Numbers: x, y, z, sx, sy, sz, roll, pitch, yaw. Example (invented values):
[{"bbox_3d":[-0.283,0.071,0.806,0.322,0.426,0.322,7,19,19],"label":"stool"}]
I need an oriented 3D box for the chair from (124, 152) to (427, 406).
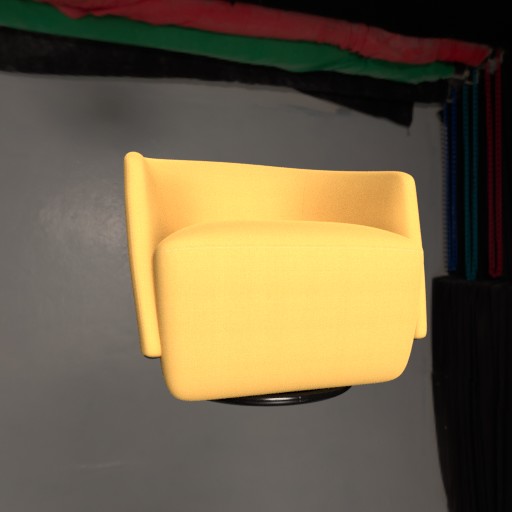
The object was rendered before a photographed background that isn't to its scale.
[{"bbox_3d":[0.000,0.000,1.329,0.773,0.698,0.767,0,-1,-18],"label":"chair"}]
